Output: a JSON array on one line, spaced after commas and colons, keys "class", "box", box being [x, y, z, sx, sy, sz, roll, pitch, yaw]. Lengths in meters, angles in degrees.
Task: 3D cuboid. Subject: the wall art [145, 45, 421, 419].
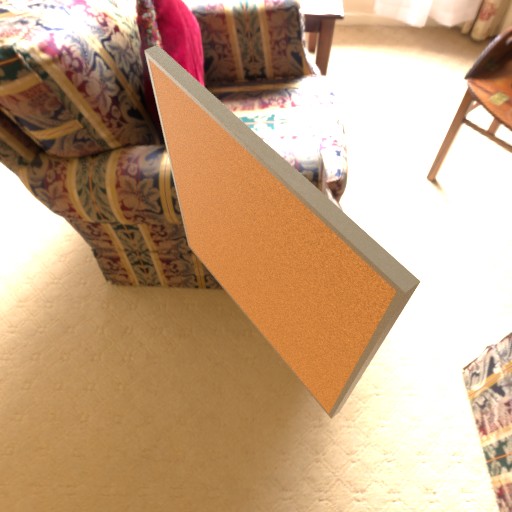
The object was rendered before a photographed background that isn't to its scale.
[{"class": "wall art", "box": [0.000, 0.000, 1.202, 0.038, 0.807, 0.809, -33, 63, -19]}]
